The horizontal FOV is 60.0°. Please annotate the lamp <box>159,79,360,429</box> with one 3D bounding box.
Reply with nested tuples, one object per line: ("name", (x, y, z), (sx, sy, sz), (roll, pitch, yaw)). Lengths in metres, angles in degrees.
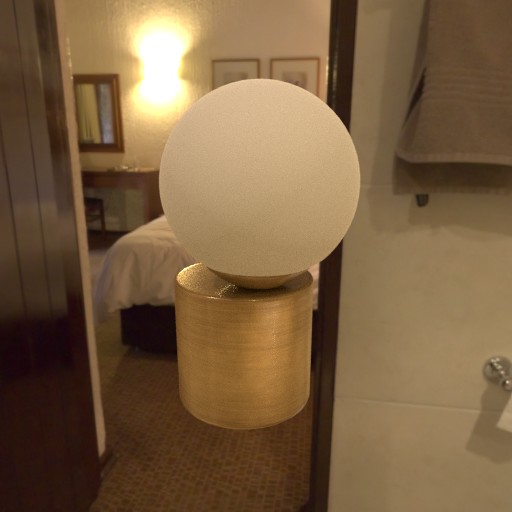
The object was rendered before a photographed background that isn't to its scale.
("lamp", (0.000, 0.000, 0.338), (0.141, 0.250, 0.152), (-8, 17, -27))
